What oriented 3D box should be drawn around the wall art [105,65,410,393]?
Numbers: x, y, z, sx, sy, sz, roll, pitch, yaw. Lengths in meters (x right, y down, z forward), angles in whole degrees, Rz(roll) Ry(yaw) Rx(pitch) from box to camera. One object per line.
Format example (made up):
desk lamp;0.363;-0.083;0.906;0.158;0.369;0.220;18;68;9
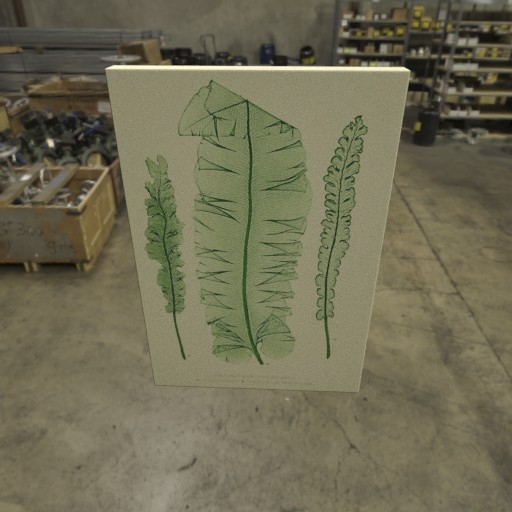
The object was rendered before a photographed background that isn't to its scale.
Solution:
wall art;0.000;0.000;0.773;0.418;0.608;0.038;1;30;2
